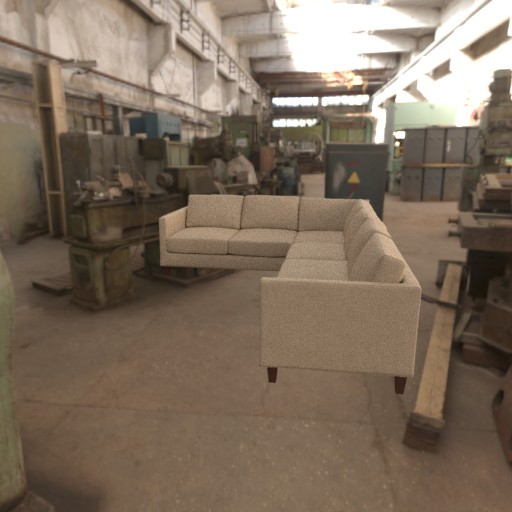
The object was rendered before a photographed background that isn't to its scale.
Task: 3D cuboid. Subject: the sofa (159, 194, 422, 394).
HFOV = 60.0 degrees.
[{"bbox_3d":[0.000,0.000,4.236,2.432,0.863,3.182,2,14,10],"label":"sofa"}]
